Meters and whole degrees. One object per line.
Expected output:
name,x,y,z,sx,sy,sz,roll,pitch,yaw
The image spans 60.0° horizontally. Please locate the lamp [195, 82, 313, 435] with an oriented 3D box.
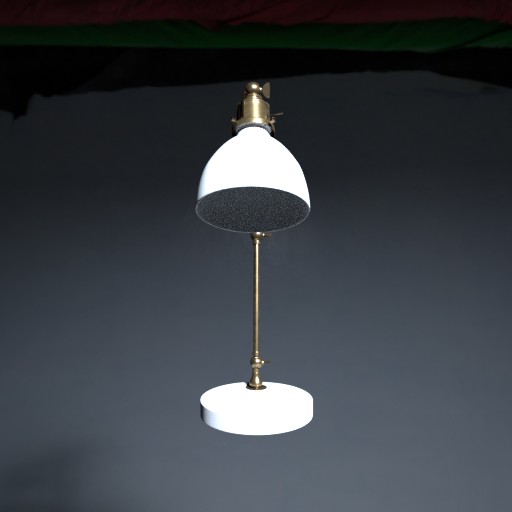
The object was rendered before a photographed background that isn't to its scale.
lamp,0.000,0.000,0.692,0.186,0.522,0.317,0,0,1
